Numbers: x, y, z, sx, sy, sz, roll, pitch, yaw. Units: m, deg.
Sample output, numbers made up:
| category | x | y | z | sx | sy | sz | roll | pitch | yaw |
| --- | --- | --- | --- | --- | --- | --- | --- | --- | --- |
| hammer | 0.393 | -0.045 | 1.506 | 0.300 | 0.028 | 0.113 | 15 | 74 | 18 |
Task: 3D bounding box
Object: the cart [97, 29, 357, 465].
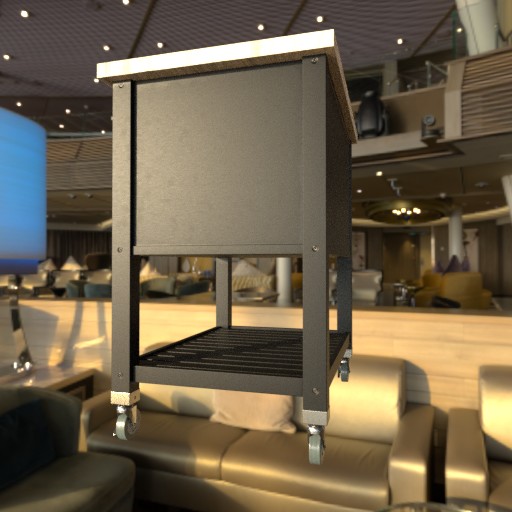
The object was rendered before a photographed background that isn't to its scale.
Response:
| category | x | y | z | sx | sy | sz | roll | pitch | yaw |
| --- | --- | --- | --- | --- | --- | --- | --- | --- | --- |
| cart | 0.000 | 0.000 | 1.367 | 0.567 | 0.920 | 0.797 | 0 | -1 | 16 |
